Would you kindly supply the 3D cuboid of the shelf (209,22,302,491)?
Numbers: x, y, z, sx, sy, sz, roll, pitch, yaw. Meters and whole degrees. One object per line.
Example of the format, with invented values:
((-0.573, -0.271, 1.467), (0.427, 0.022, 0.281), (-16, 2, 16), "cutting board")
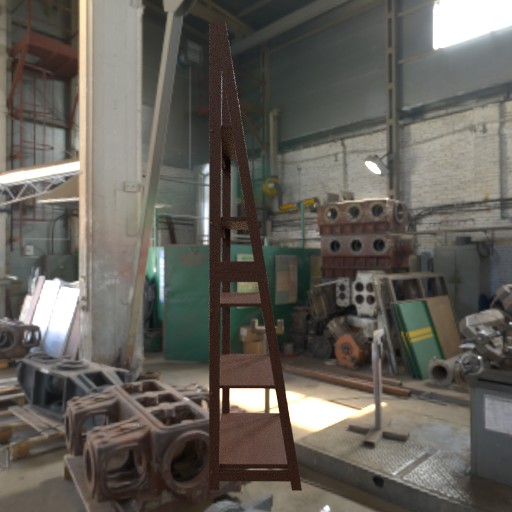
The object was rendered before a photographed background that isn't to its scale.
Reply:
((0.000, 0.000, 1.972), (0.350, 1.770, 0.600), (0, 0, 0), "shelf")
